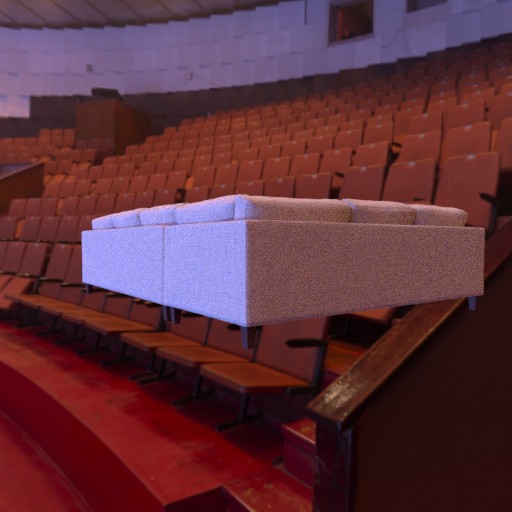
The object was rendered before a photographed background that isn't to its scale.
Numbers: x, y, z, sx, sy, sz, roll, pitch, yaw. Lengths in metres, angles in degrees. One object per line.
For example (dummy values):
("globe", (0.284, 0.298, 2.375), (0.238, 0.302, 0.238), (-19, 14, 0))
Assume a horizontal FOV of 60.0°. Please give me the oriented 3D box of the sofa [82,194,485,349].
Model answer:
("sofa", (0.000, 0.000, 4.269), (2.432, 0.863, 3.182), (-1, 2, -36))
